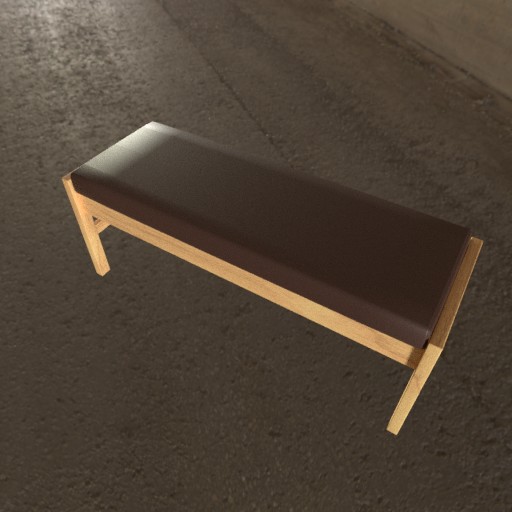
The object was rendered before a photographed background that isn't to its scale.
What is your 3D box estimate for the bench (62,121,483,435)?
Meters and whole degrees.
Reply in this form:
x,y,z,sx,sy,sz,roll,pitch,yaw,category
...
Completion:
x,y,z,sx,sy,sz,roll,pitch,yaw,category
0.000,0.000,1.447,1.200,0.480,0.405,24,50,22,bench
